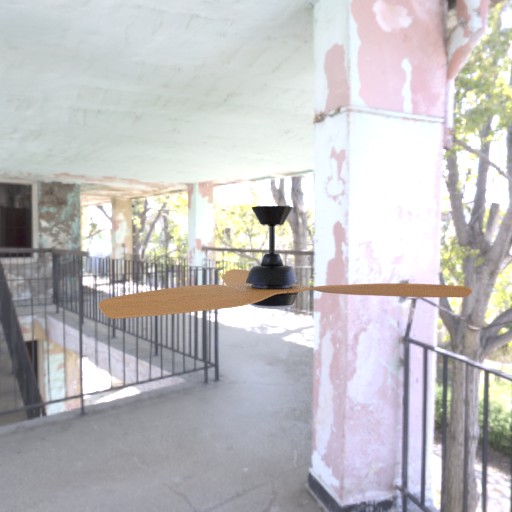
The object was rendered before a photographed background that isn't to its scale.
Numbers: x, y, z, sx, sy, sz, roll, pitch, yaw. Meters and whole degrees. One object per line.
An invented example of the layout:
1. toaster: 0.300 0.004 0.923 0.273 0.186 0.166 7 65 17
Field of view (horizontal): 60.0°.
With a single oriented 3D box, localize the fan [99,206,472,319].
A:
1. fan: 0.000 0.000 1.705 1.142 0.355 1.010 -1 3 -19
